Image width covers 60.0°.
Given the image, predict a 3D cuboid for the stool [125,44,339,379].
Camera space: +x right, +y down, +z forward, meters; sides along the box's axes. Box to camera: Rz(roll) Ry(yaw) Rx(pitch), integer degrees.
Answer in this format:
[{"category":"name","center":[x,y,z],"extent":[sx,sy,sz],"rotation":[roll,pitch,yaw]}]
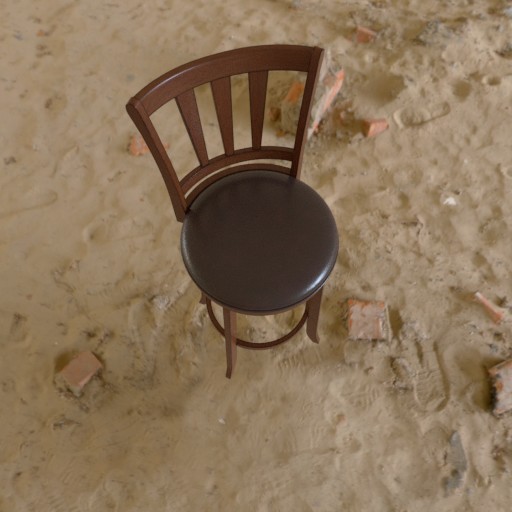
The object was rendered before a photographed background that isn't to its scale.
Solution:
[{"category":"stool","center":[0.000,0.000,1.420],"extent":[0.464,1.177,0.503],"rotation":[-20,65,-9]}]
